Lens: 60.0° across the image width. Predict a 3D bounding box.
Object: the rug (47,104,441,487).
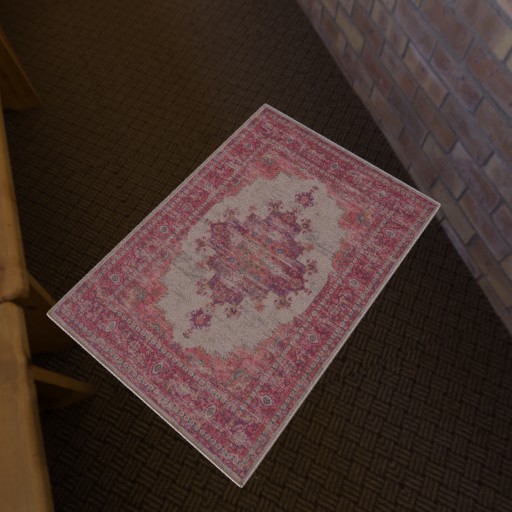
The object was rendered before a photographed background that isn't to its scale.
[{"bbox_3d":[0.000,0.000,3.763,2.005,0.014,2.878,35,69,16],"label":"rug"}]
